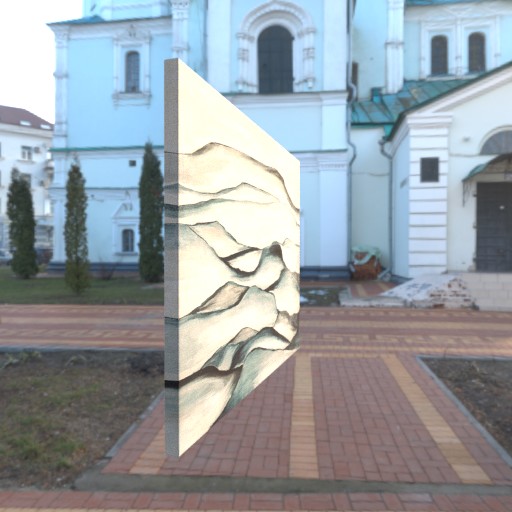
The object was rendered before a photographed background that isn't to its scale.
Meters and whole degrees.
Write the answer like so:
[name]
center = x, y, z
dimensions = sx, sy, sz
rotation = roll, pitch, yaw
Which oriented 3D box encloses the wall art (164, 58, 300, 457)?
[wall art]
center = 0.000, 0.000, 1.594
dimensions = 0.039, 0.915, 1.219
rotation = 0, 1, 19
